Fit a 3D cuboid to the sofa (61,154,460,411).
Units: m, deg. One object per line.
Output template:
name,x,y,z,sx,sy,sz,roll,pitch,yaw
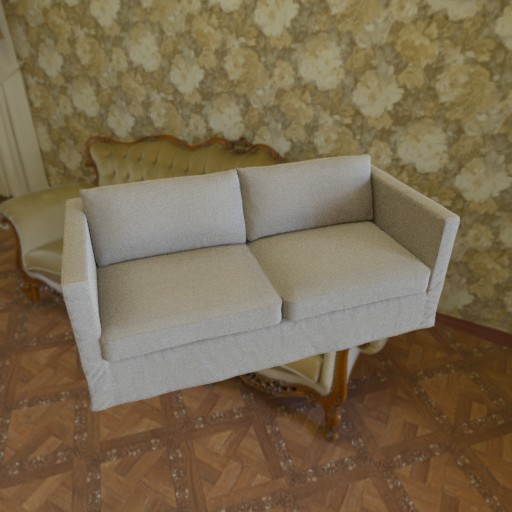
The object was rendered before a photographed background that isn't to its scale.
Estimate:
sofa,0.000,0.000,2.534,1.987,0.847,0.956,-10,32,-16
